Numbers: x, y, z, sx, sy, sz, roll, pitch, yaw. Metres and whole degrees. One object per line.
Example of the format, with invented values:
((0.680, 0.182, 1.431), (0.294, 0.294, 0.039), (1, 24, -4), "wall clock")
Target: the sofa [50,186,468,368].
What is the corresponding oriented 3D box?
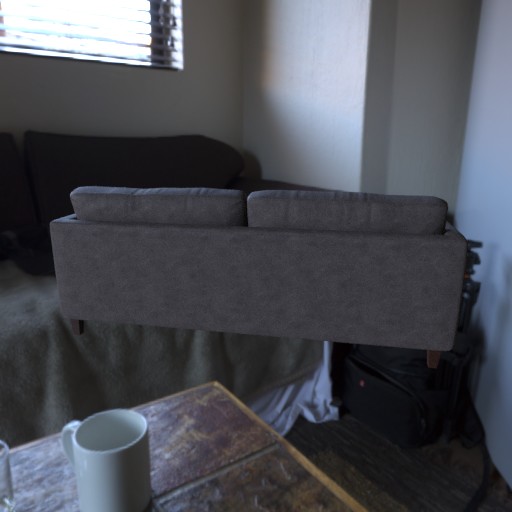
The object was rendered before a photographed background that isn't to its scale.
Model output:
((0.000, 0.000, 2.999), (2.434, 0.965, 0.951), (3, 16, 11), "sofa")
